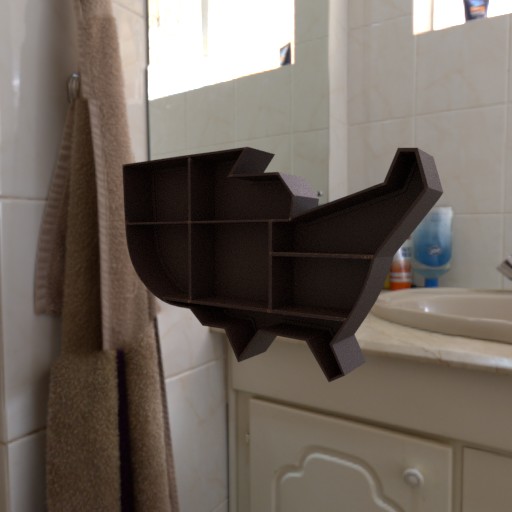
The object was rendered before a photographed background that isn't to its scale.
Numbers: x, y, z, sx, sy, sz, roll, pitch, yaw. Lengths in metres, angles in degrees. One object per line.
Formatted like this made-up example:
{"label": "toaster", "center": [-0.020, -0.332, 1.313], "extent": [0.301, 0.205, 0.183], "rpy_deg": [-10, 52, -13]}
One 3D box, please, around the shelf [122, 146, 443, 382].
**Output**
{"label": "shelf", "center": [0.000, 0.000, 0.945], "extent": [0.729, 0.439, 0.112], "rpy_deg": [2, 3, 35]}
